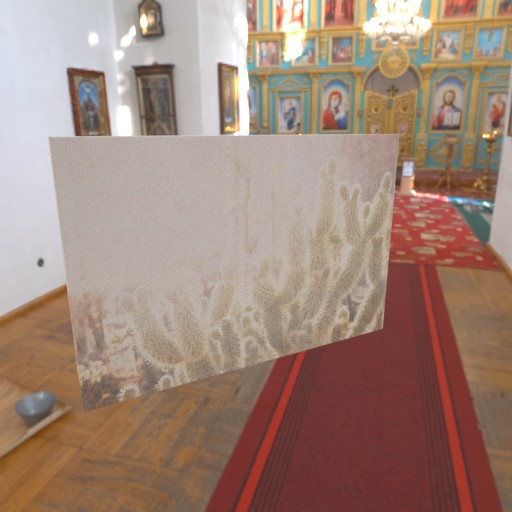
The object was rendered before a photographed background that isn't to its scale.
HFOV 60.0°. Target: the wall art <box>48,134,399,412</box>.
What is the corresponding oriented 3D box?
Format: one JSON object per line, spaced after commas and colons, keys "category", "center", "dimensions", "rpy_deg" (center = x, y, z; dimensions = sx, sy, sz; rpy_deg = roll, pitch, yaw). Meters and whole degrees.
{"category": "wall art", "center": [0.000, 0.000, 1.156], "dimensions": [0.916, 0.608, 0.040], "rpy_deg": [-9, 18, -27]}
